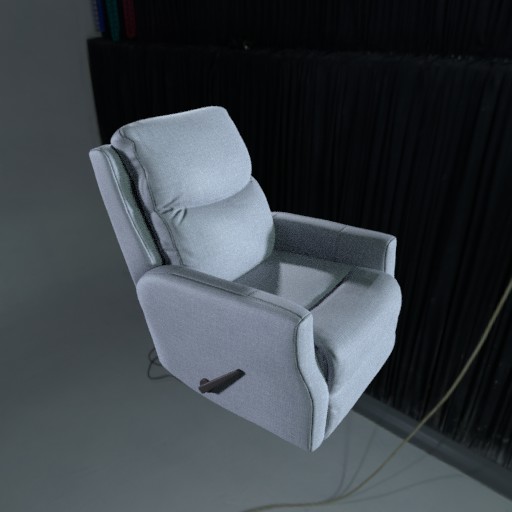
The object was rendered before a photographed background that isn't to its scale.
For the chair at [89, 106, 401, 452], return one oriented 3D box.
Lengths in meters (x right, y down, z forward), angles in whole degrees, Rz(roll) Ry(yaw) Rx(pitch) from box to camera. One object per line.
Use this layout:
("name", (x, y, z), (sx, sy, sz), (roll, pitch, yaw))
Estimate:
("chair", (0.000, 0.000, 1.785), (1.080, 1.030, 0.829), (19, 33, 32))
